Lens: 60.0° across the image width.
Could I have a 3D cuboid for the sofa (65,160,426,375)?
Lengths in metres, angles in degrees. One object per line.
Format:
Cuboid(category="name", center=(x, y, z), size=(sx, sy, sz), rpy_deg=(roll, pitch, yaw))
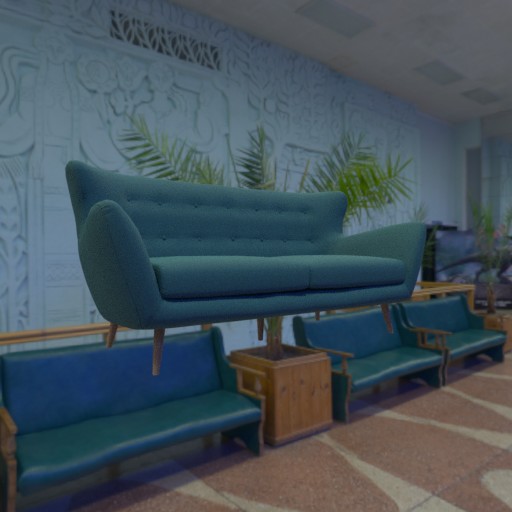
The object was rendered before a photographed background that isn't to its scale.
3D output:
Cuboid(category="sofa", center=(0.000, 0.000, 2.390), size=(1.930, 0.890, 0.889), rpy_deg=(0, 1, -37))
